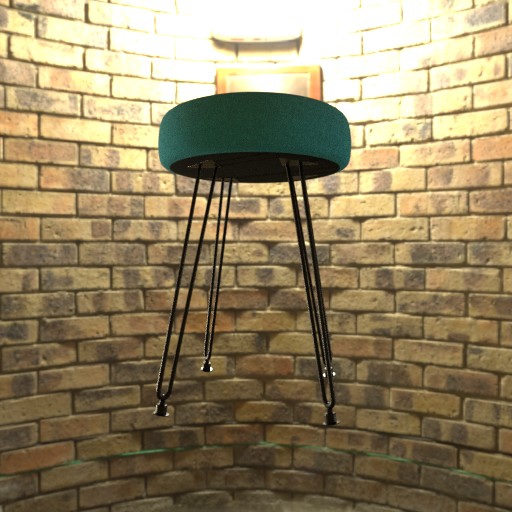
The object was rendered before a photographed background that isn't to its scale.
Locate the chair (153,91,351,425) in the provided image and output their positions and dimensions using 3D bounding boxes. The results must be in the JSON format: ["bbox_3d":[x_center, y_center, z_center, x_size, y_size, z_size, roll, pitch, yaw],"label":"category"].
[{"bbox_3d":[0.000,0.000,0.707,0.350,0.440,0.350,0,1,-36],"label":"chair"}]
